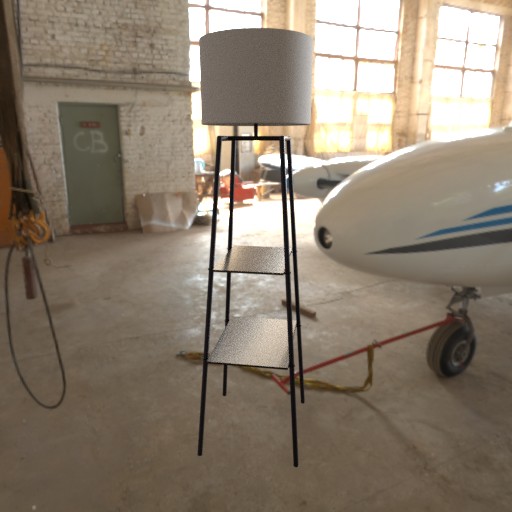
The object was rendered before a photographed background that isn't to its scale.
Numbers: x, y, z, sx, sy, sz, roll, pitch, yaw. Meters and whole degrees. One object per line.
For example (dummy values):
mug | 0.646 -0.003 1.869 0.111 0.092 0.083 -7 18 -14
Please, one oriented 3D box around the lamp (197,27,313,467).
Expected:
lamp | 0.000 0.000 1.659 0.384 1.474 0.427 2 15 9
